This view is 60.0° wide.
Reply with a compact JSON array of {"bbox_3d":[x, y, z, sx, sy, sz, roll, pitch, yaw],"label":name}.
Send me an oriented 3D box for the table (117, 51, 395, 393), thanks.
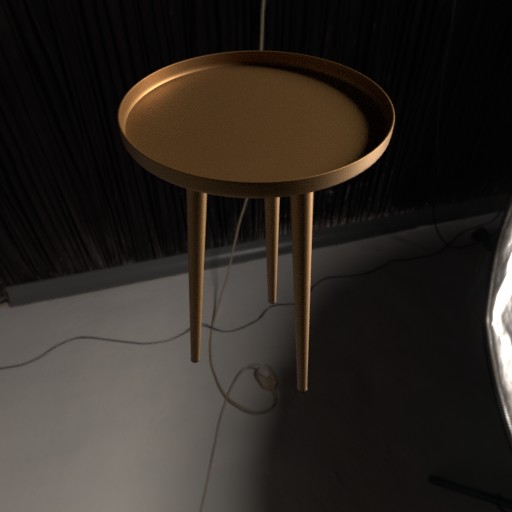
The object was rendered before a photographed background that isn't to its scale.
[{"bbox_3d":[0.000,0.000,0.658,0.299,0.480,0.299,-12,46,-11],"label":"table"}]
